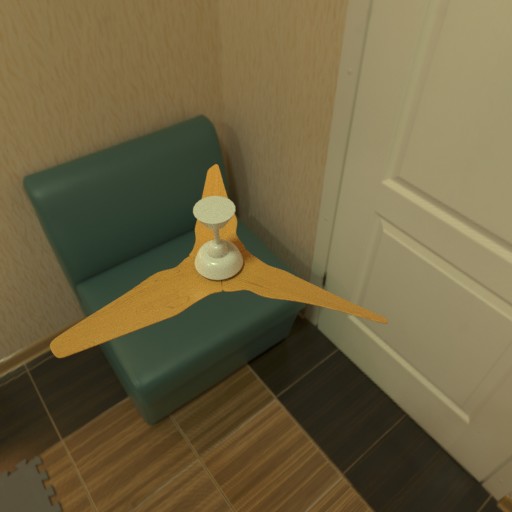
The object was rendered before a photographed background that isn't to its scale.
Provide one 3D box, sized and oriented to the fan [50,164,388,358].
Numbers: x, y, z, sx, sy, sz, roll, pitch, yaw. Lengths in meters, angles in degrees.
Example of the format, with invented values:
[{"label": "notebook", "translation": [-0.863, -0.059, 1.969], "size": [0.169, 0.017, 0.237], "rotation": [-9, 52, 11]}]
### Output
[{"label": "fan", "translation": [0.000, 0.000, 1.608], "size": [1.010, 0.355, 1.142], "rotation": [17, 49, 15]}]
